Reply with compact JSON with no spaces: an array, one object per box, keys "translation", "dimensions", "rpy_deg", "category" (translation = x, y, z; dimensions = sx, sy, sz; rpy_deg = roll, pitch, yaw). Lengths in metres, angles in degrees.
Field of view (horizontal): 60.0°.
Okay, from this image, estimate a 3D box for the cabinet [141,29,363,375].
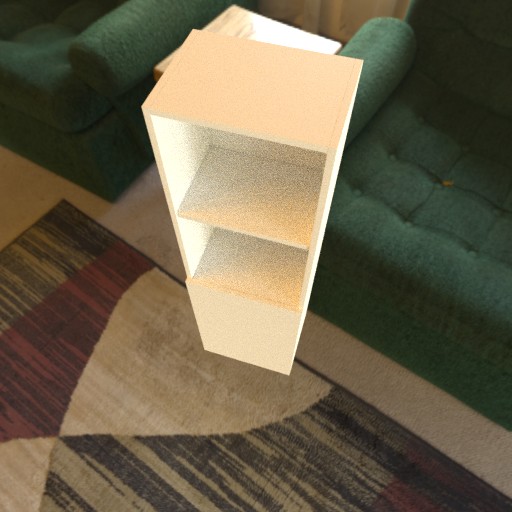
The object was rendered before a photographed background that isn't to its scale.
[{"translation":[0.000,0.000,1.498],"dimensions":[0.400,1.350,0.300],"rpy_deg":[15,59,9],"category":"cabinet"}]
